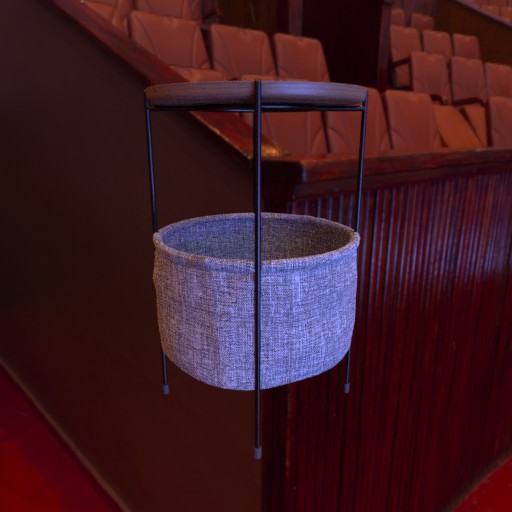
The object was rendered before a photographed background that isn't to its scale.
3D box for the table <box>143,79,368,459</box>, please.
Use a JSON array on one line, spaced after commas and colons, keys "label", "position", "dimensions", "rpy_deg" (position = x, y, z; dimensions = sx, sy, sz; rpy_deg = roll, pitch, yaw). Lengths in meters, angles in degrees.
[{"label": "table", "position": [0.000, 0.000, 0.885], "dimensions": [0.400, 0.623, 0.400], "rpy_deg": [16, 23, 42]}]
